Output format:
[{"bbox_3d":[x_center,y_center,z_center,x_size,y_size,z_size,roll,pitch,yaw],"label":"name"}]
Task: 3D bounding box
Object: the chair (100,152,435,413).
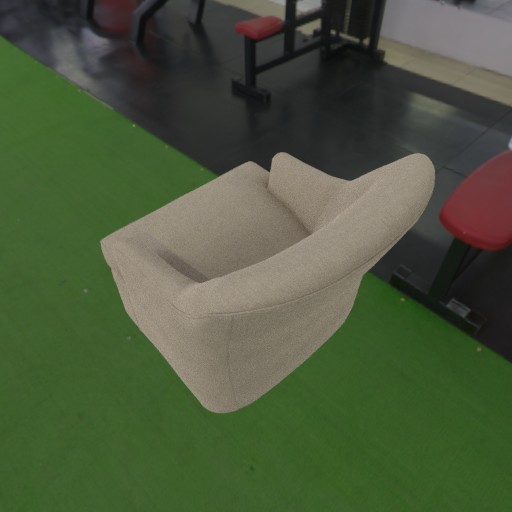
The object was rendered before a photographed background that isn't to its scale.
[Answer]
[{"bbox_3d":[0.000,0.000,1.587,0.864,0.856,0.923,-34,55,-28],"label":"chair"}]
